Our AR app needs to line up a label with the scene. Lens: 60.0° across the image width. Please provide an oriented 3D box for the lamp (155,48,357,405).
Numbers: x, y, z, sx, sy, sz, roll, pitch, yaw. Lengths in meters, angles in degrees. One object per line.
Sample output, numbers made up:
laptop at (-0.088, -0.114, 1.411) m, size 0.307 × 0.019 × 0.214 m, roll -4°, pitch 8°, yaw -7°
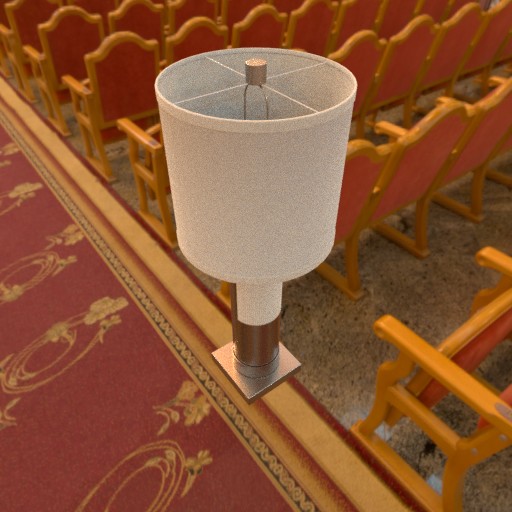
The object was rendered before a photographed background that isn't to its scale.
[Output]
lamp at (0.000, 0.000, 0.606) m, size 0.202 × 0.509 × 0.202 m, roll -26°, pitch 48°, yaw -27°
